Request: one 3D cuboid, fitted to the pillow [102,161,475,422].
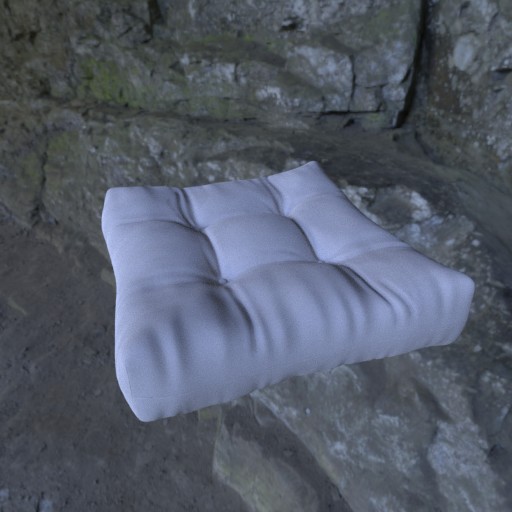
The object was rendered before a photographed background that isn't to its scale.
[{"bbox_3d":[0.000,0.000,0.725,0.468,0.128,0.490,-10,33,-16],"label":"pillow"}]
